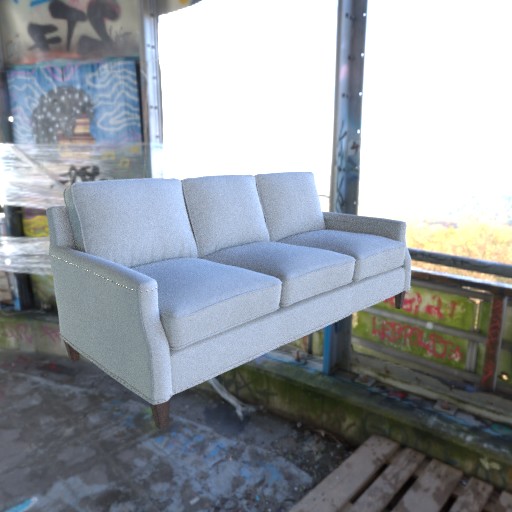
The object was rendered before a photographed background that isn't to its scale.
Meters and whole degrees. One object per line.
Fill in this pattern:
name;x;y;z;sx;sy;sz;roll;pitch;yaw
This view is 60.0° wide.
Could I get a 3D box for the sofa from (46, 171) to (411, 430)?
sofa;0.000;0.000;2.844;2.246;1.003;1.084;-13;18;-44
